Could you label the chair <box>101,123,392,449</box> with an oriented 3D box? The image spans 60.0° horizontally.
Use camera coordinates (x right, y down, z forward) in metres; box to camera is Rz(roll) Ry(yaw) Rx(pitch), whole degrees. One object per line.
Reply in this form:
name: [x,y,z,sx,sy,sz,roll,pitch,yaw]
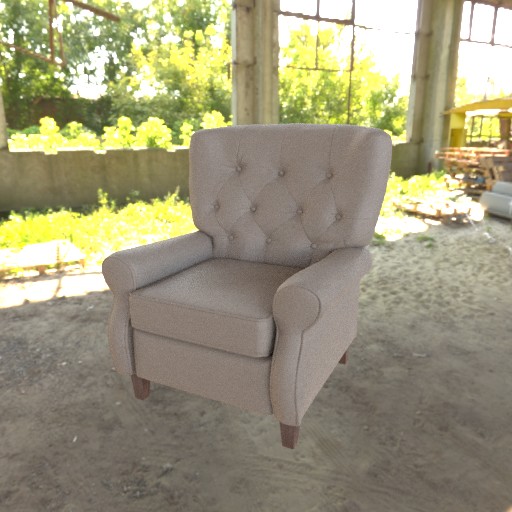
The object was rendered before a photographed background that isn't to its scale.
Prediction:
chair: [0.000,0.000,1.951,0.999,1.138,1.041,7,17,26]
